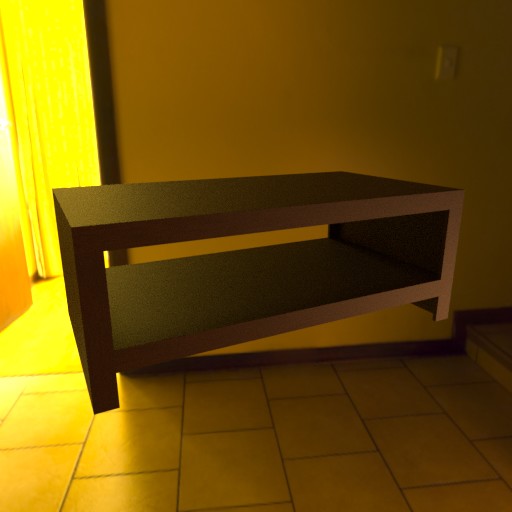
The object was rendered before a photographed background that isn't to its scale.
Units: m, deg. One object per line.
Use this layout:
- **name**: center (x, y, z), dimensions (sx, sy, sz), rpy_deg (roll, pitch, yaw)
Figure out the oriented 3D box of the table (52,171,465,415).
- **table**: center (0.000, 0.000, 1.402), dimensions (1.099, 0.424, 0.597), rpy_deg (-8, 19, -26)
